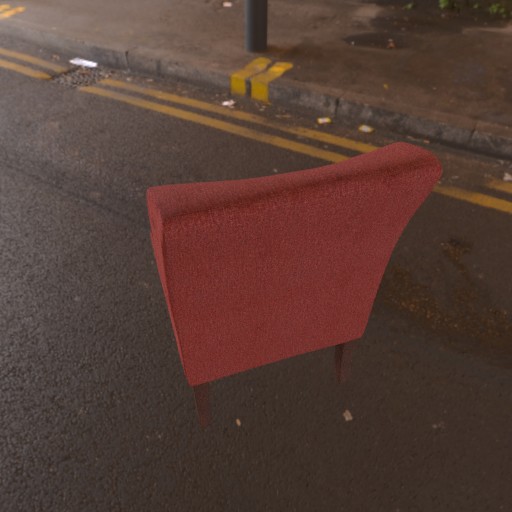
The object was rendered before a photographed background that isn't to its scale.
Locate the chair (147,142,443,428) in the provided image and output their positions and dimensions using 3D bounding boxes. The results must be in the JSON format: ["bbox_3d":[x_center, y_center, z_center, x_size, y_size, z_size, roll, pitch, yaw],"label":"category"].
[{"bbox_3d":[0.000,0.000,1.239,0.538,0.846,0.640,-13,44,-14],"label":"chair"}]
